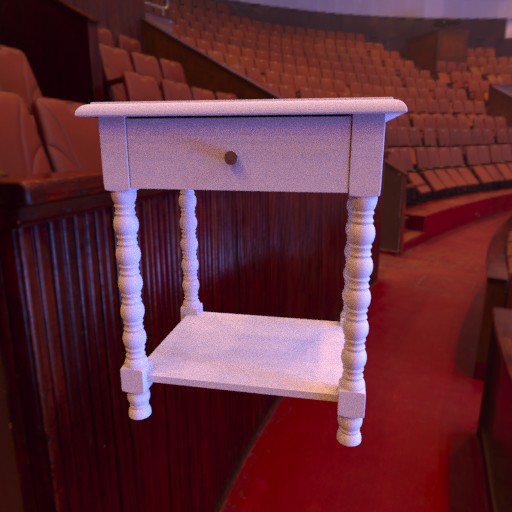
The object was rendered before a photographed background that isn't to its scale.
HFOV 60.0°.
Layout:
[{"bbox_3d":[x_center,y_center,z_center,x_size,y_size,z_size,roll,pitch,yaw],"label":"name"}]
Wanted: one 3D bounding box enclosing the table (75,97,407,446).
[{"bbox_3d":[0.000,0.000,0.840,0.460,0.531,0.381,3,15,11],"label":"table"}]
